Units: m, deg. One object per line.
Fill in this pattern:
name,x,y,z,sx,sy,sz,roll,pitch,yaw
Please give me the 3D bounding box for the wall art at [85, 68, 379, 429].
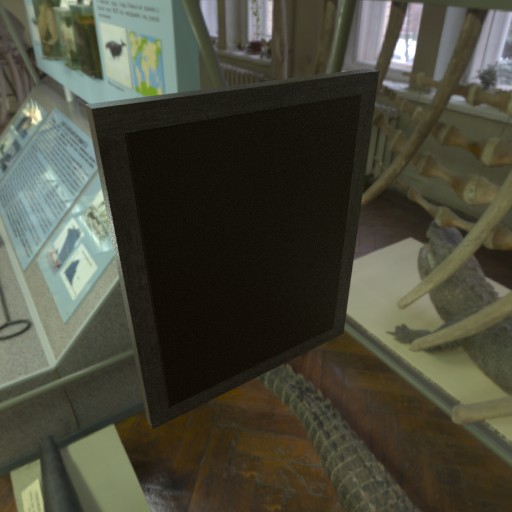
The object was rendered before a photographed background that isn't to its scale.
wall art,0.000,0.000,0.792,0.479,0.580,0.027,-19,36,-28
